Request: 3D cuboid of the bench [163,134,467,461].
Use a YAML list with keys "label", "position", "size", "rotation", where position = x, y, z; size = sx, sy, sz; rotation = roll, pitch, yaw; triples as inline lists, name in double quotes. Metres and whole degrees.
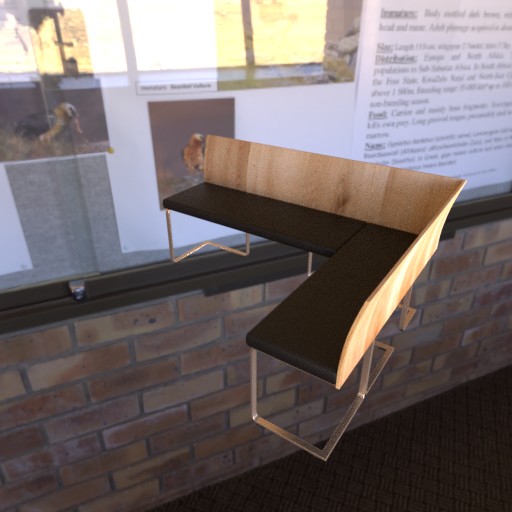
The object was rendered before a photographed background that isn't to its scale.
- label: "bench"
  position: [0.000, 0.000, 2.734]
  size: [1.945, 0.930, 1.495]
  rotation: [18, 34, 30]
